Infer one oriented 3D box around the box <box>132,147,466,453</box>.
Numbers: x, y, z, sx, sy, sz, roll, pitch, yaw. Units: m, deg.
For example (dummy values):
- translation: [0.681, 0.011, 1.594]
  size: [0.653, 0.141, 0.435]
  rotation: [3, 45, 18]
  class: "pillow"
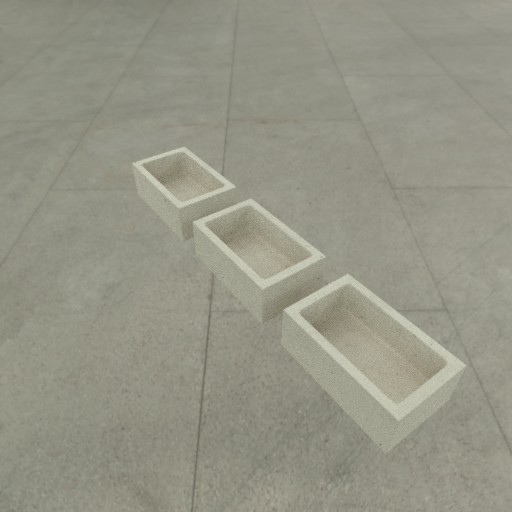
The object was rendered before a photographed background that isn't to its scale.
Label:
- translation: [0.000, 0.000, 0.493]
  size: [0.082, 0.051, 0.461]
  rotation: [-25, 47, -26]
  class: "box"
